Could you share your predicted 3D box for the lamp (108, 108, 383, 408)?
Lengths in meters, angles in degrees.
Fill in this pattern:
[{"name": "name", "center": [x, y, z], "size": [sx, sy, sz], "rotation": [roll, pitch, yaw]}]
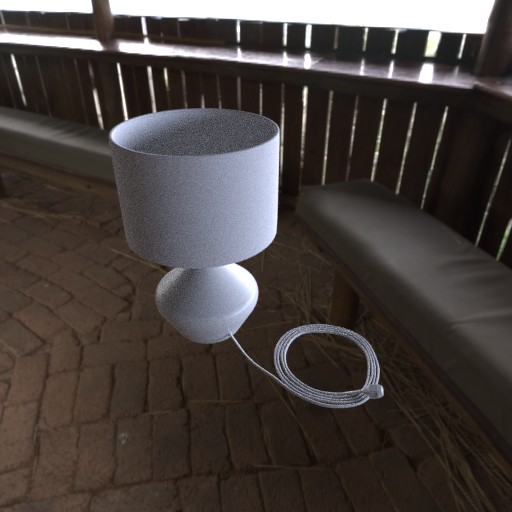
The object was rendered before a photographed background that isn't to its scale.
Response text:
[{"name": "lamp", "center": [0.000, 0.000, 0.866], "size": [0.401, 0.457, 0.546], "rotation": [-21, 38, -30]}]
